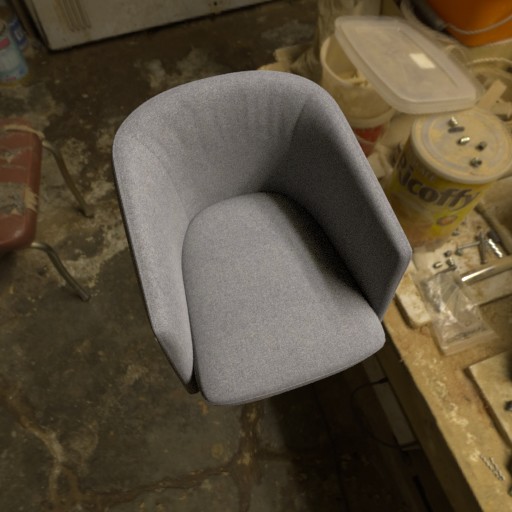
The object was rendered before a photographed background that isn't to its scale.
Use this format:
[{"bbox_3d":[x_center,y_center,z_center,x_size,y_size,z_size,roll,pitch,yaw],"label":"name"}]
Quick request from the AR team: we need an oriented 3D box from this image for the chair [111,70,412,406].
[{"bbox_3d":[0.000,0.000,1.657,0.822,0.861,0.986,-16,63,-9],"label":"chair"}]
